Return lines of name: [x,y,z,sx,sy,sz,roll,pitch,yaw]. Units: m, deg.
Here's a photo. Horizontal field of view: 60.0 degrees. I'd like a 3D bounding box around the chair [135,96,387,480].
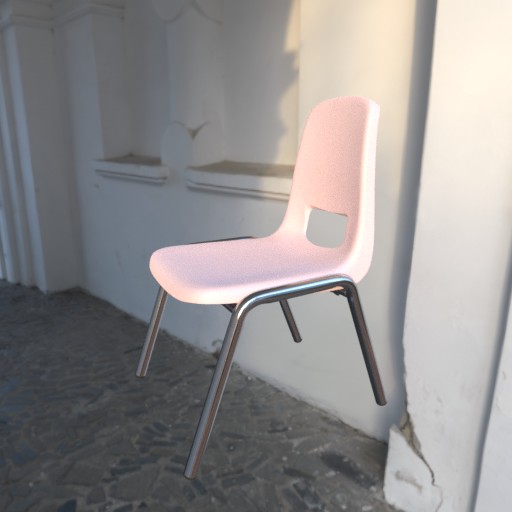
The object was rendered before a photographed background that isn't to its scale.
chair: [0.000,0.000,0.844,0.423,0.586,0.354,-8,17,-26]
